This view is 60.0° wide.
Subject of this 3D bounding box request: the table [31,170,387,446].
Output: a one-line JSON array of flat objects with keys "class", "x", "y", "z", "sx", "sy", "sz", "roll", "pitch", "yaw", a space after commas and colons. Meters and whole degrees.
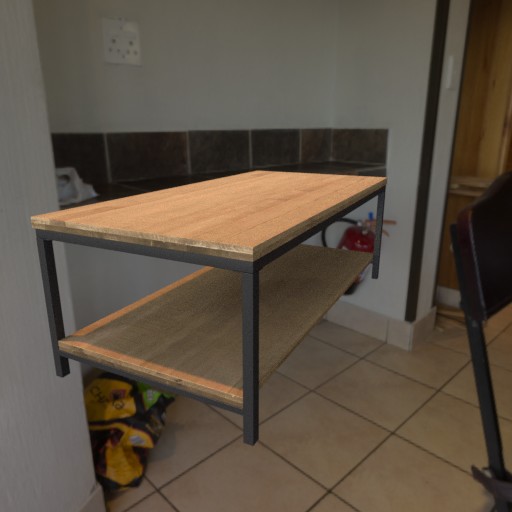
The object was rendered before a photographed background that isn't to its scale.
[{"class": "table", "x": 0.000, "y": 0.000, "z": 1.380, "sx": 0.551, "sy": 0.399, "sz": 1.100, "roll": 8, "pitch": 19, "yaw": 26}]
